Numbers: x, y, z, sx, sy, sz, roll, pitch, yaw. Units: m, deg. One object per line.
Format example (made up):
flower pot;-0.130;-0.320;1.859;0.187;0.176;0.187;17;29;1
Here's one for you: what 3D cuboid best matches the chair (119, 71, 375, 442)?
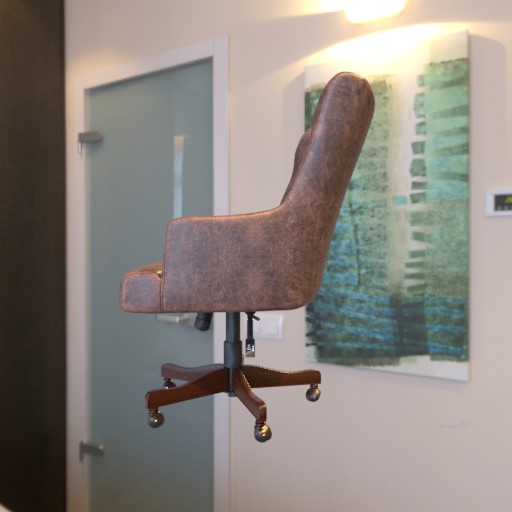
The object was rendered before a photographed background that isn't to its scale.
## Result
chair;0.000;0.000;1.511;0.762;1.035;0.641;0;1;-1
